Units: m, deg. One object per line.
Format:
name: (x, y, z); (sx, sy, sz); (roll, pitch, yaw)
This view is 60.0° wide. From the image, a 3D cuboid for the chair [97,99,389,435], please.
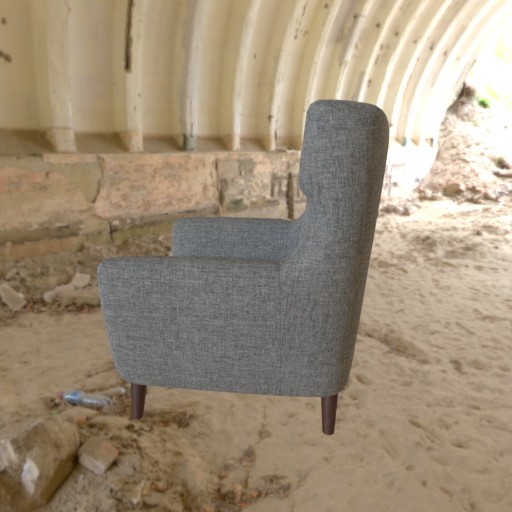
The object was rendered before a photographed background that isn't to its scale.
chair: (0.000, 0.000, 1.701); (0.904, 1.063, 0.878); (2, 14, 7)
